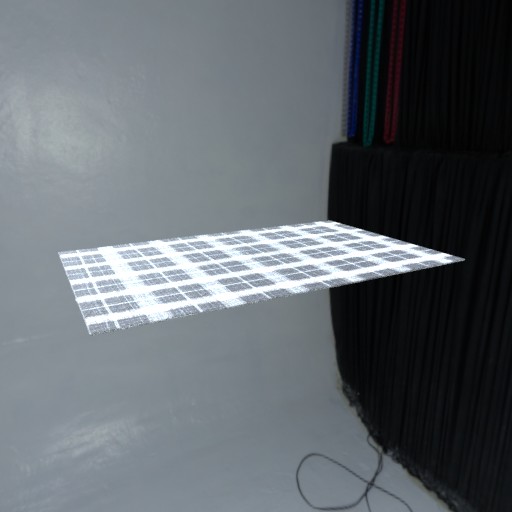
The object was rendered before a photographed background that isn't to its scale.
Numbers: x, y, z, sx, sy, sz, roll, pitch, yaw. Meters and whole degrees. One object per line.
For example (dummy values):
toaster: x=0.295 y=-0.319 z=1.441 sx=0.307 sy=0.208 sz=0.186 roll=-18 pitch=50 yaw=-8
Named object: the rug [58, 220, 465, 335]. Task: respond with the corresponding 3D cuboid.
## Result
rug: x=0.000 y=0.000 z=3.105 sx=2.434 sy=0.015 sz=1.520 roll=-8 pitch=18 yaw=-27
